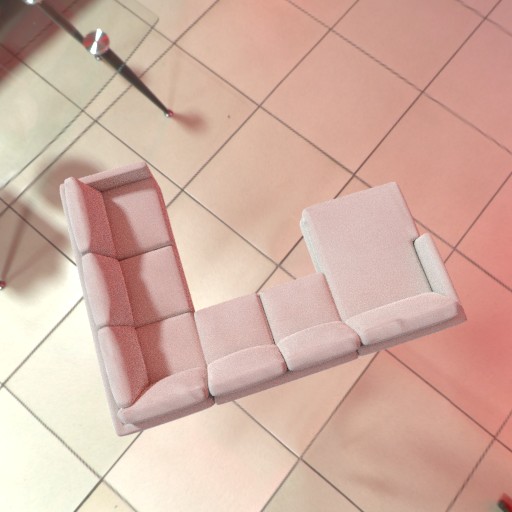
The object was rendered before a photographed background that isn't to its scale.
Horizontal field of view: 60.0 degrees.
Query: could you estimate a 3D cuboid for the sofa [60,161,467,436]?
[{"bbox_3d":[0.000,0.000,4.608,3.459,0.956,2.593,-17,77,-4],"label":"sofa"}]
